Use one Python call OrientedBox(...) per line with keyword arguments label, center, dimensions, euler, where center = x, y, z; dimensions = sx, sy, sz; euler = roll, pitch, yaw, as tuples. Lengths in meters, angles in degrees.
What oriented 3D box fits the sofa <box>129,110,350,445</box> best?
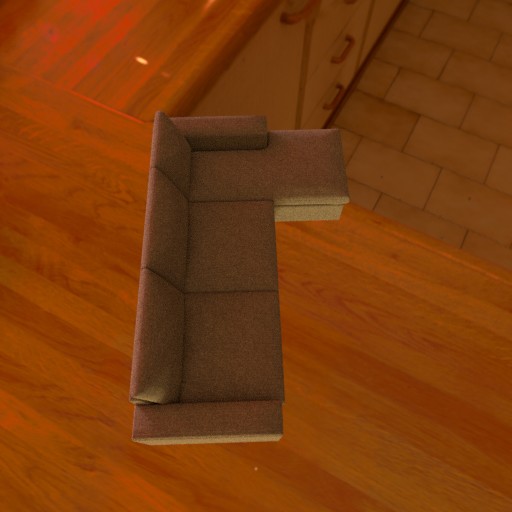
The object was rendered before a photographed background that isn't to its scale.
OrientedBox(label="sofa", center=(0.000, 0.000, 3.566), dimensions=(1.689, 0.940, 2.718), euler=(-2, 64, -1))
